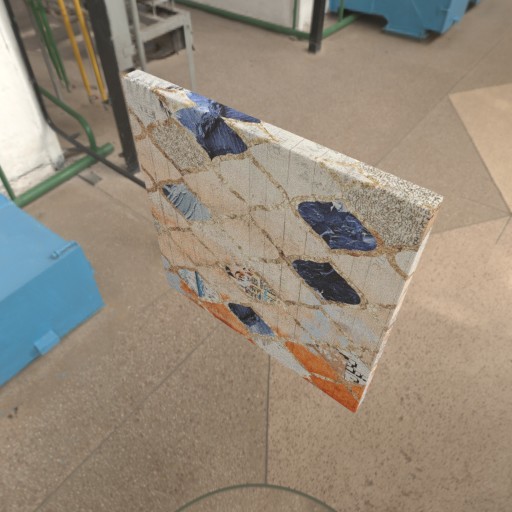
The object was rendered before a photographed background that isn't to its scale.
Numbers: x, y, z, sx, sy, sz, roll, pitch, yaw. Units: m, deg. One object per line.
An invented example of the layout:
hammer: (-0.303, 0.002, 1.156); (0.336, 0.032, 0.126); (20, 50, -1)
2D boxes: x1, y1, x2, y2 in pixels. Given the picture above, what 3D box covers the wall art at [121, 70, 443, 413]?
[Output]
wall art: (0.000, 0.000, 0.772); (0.507, 0.508, 0.038); (30, 54, 25)
